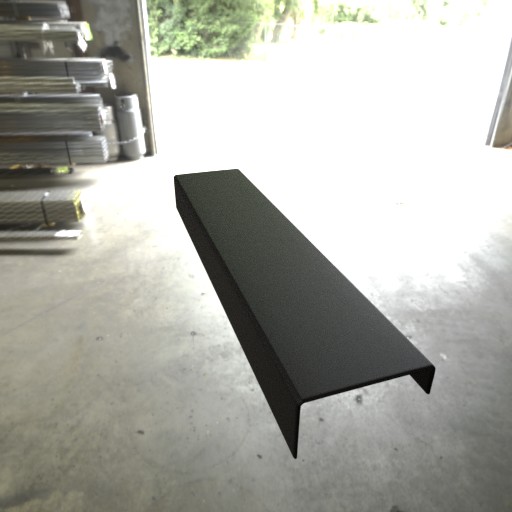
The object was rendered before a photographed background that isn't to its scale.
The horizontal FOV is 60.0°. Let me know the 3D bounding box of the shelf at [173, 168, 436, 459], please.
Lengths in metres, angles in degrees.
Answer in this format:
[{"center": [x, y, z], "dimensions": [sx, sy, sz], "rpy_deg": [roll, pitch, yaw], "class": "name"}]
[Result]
[{"center": [0.000, 0.000, 0.482], "dimensions": [0.102, 0.053, 0.456], "rpy_deg": [-9, 30, -16], "class": "shelf"}]
